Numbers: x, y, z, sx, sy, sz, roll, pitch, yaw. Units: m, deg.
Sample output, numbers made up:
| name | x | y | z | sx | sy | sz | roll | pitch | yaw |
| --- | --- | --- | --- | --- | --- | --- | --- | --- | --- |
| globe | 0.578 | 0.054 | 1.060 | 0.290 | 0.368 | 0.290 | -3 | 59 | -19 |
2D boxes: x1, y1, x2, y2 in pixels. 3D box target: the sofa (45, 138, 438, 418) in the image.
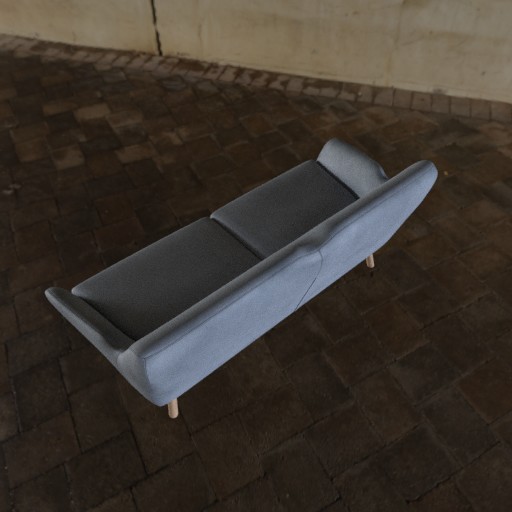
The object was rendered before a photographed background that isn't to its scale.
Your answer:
| name | x | y | z | sx | sy | sz | roll | pitch | yaw |
| --- | --- | --- | --- | --- | --- | --- | --- | --- | --- |
| sofa | 0.000 | 0.000 | 2.289 | 1.870 | 0.810 | 0.850 | -32 | 55 | -26 |
